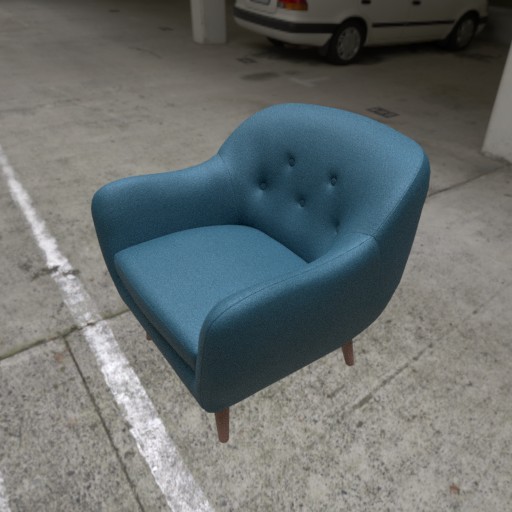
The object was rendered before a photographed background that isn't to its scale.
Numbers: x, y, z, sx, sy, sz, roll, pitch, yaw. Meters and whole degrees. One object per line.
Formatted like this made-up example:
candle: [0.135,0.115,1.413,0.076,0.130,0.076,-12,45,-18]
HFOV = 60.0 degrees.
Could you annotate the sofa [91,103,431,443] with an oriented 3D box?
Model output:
sofa: [0.000,0.000,1.481,0.825,0.817,0.836,-21,38,-29]
